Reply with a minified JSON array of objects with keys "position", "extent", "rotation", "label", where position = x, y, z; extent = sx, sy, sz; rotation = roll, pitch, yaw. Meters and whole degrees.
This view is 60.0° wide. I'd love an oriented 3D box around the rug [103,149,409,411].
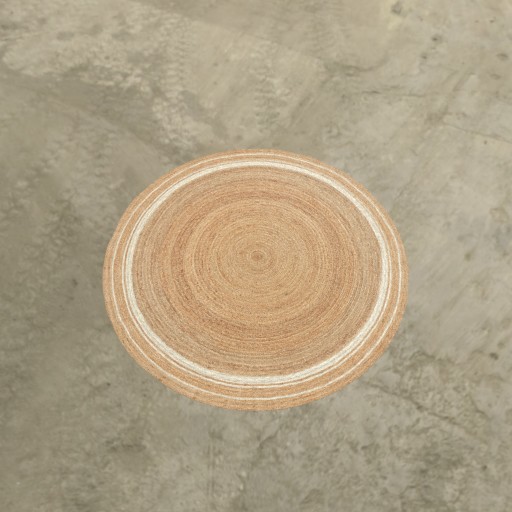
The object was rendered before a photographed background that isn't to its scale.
[{"position":[0.000,0.000,3.600],"extent":[2.444,0.015,2.444],"rotation":[0,57,0],"label":"rug"}]
